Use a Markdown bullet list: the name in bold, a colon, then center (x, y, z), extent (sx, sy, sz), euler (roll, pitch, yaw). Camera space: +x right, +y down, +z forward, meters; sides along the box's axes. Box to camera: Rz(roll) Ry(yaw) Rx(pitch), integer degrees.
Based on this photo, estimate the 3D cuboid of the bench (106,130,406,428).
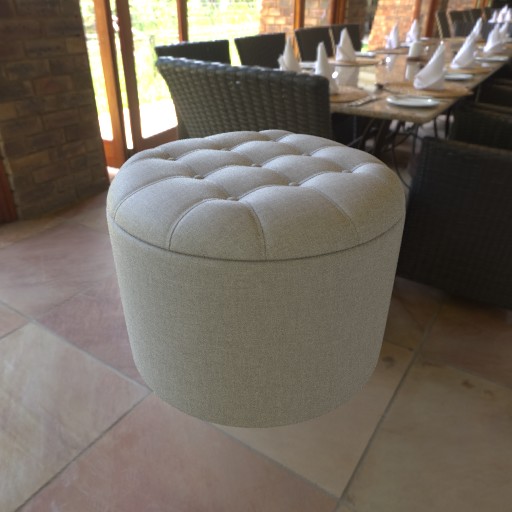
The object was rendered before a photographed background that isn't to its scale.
- **bench**: center (0.000, 0.000, 0.995), extent (0.600, 0.453, 0.600), euler (0, 30, 0)
